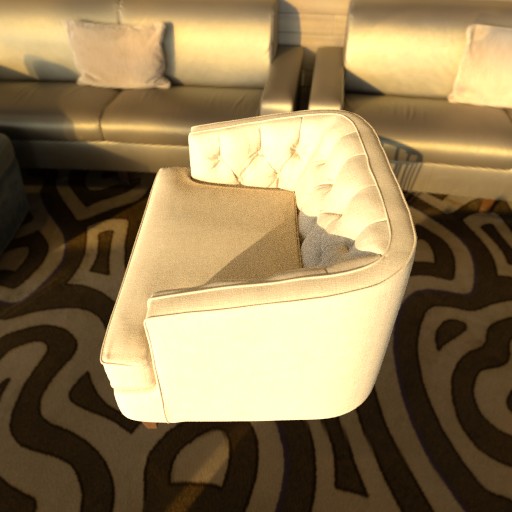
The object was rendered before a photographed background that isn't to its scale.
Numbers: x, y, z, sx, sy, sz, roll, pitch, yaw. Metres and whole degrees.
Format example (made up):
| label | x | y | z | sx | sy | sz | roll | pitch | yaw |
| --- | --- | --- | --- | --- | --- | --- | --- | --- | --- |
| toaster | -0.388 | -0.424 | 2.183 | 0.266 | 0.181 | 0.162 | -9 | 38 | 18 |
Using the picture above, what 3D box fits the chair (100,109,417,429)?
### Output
| label | x | y | z | sx | sy | sz | roll | pitch | yaw |
| --- | --- | --- | --- | --- | --- | --- | --- | --- | --- |
| chair | 0.000 | 0.000 | 1.708 | 0.914 | 0.787 | 1.118 | 0 | 42 | 0 |
